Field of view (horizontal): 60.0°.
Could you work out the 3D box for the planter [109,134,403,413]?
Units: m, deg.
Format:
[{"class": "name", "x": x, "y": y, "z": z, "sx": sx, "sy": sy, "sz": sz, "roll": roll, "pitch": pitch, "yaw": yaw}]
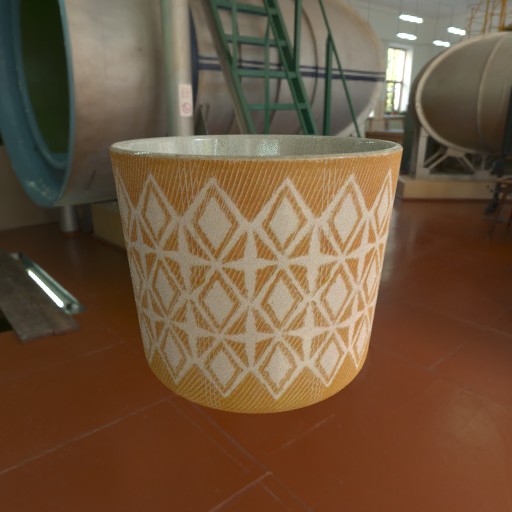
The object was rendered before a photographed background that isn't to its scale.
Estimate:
[{"class": "planter", "x": 0.000, "y": 0.000, "z": 0.331, "sx": 0.193, "sy": 0.165, "sz": 0.193, "roll": 0, "pitch": 18, "yaw": 0}]
